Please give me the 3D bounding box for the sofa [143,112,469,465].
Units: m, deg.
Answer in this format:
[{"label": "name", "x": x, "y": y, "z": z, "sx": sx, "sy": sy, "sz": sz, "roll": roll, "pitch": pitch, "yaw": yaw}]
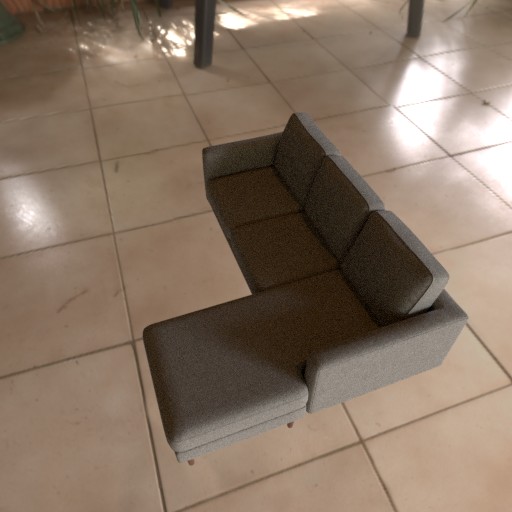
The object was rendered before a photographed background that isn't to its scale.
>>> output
[{"label": "sofa", "x": 0.000, "y": 0.000, "z": 2.963, "sx": 1.667, "sy": 0.957, "sz": 2.055, "roll": -15, "pitch": 49, "yaw": -14}]
